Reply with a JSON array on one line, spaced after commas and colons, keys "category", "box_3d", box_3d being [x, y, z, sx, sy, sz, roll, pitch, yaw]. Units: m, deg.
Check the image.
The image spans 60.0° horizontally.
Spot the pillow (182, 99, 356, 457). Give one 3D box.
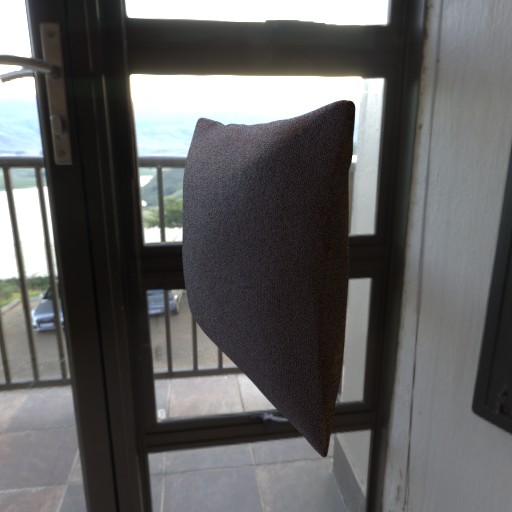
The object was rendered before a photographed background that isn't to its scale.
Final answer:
[{"category": "pillow", "box_3d": [0.000, 0.000, 0.703, 0.204, 0.439, 0.452, -7, 17, -25]}]
